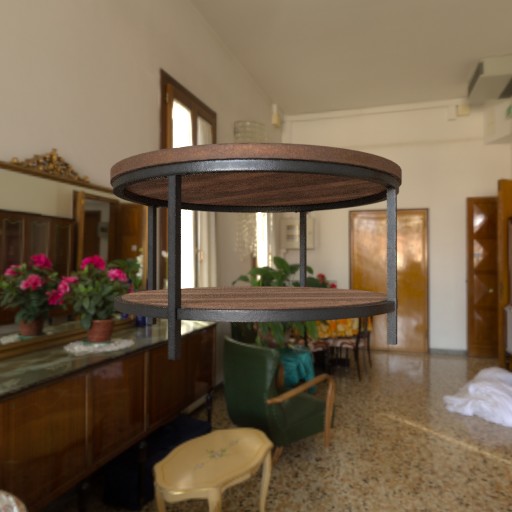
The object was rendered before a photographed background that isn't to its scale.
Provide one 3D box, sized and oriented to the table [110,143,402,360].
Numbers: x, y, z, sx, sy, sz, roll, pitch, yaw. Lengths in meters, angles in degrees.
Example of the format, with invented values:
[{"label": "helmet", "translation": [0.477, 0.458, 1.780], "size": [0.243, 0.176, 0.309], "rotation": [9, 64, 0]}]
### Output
[{"label": "table", "translation": [0.000, 0.000, 1.337], "size": [0.837, 0.462, 0.837], "rotation": [0, -1, 0]}]
